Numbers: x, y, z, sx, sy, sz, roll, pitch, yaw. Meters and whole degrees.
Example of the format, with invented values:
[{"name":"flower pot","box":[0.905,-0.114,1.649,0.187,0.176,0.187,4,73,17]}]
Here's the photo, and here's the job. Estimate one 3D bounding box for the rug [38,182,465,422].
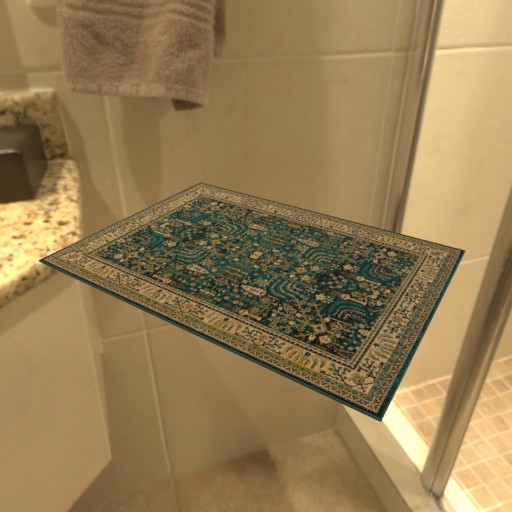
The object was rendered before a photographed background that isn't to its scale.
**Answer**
[{"name":"rug","box":[0.000,0.000,2.829,2.213,0.013,1.594,18,35,28]}]
